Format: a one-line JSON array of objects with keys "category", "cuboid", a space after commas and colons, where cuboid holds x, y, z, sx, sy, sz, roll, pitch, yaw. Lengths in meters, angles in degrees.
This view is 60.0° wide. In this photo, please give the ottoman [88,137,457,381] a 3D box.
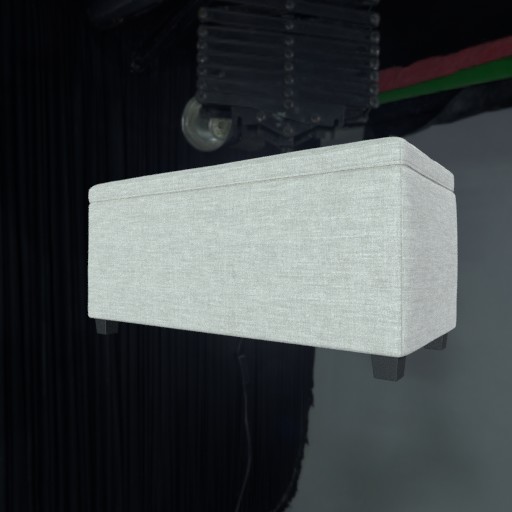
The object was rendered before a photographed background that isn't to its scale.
[{"category": "ottoman", "cuboid": [0.000, 0.000, 1.142, 0.902, 0.432, 0.419, 0, 0, 36]}]
